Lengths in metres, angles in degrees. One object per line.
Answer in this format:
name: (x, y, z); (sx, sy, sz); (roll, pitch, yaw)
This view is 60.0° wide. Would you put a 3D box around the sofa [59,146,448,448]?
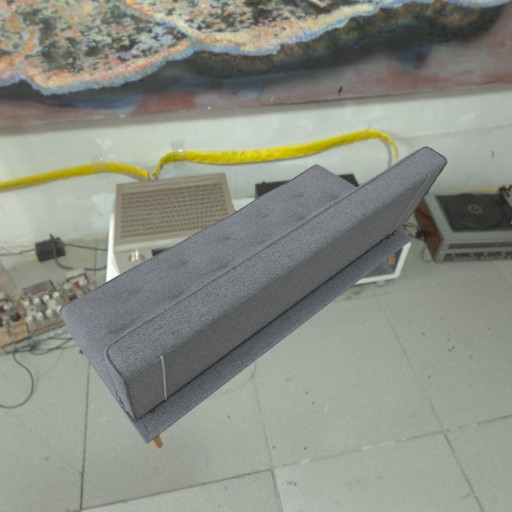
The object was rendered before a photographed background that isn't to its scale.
sofa: (0.000, 0.000, 2.262); (1.820, 0.830, 0.810); (-32, 55, -27)
